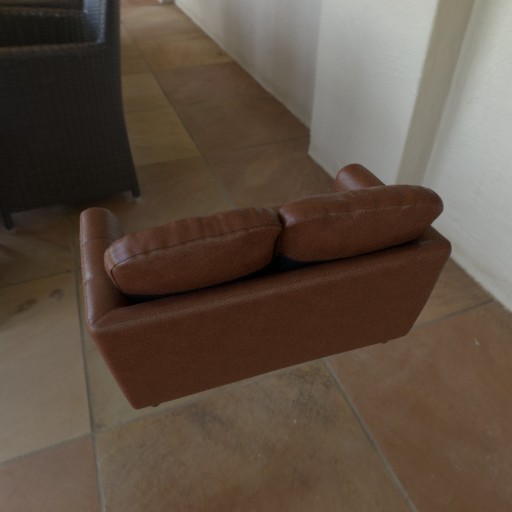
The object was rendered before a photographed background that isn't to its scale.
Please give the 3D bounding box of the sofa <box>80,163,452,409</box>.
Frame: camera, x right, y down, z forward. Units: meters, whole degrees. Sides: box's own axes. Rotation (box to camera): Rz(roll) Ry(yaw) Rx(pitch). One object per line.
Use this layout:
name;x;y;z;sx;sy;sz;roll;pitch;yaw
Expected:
sofa;0.000;0.000;1.936;1.406;0.906;0.805;-12;42;-13
